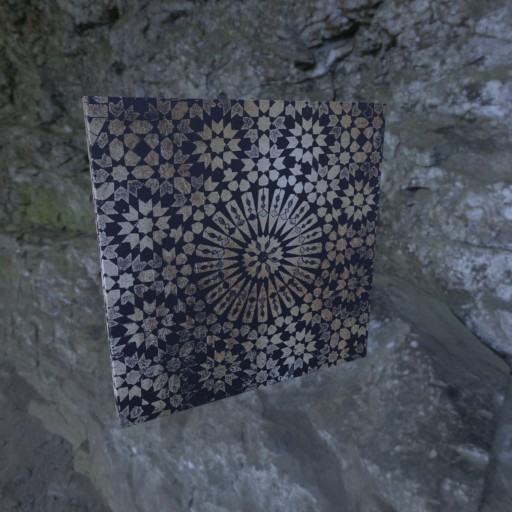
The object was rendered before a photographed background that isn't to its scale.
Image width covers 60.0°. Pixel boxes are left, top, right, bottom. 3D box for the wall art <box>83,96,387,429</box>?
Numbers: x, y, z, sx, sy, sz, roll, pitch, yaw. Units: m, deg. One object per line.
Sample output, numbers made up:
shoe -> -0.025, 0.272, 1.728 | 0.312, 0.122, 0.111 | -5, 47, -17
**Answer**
wall art -> 0.000, 0.000, 0.922 | 0.612, 0.612, 0.038 | -8, 19, -26
